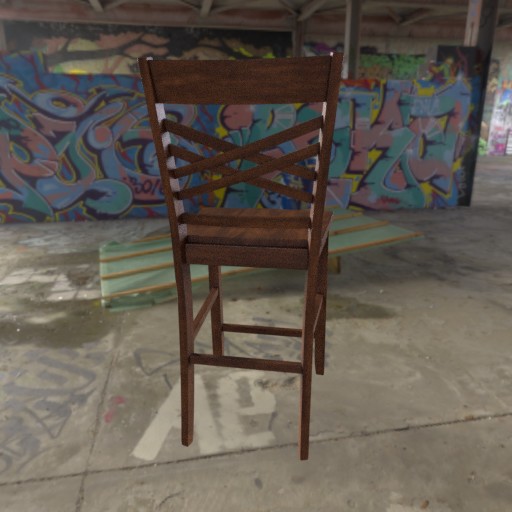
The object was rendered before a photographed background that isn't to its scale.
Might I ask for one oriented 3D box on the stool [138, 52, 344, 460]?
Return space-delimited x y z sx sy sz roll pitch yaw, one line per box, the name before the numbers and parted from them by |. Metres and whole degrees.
stool | 0.000 0.000 1.367 0.462 1.079 0.539 3 17 9
